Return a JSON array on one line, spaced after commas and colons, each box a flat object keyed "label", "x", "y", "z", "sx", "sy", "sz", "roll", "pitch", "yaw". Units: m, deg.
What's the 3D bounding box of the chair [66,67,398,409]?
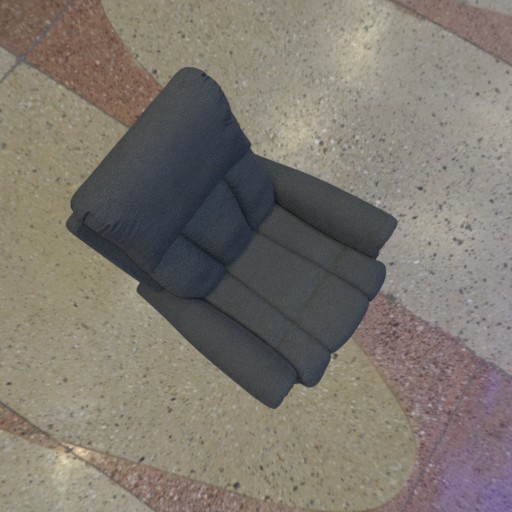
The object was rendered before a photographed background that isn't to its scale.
[{"label": "chair", "x": 0.000, "y": 0.000, "z": 1.727, "sx": 0.979, "sy": 1.031, "sz": 0.871, "roll": 34, "pitch": 79, "yaw": 8}]
